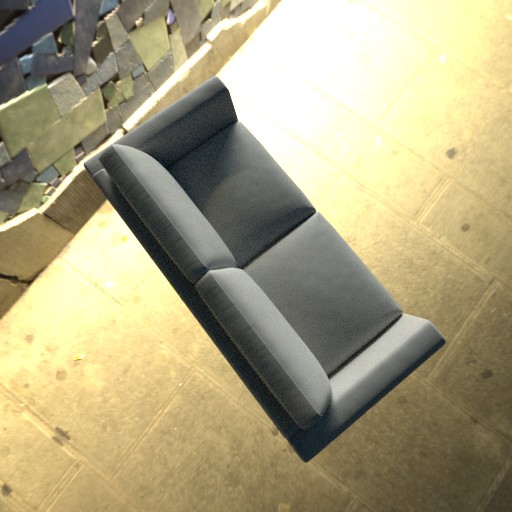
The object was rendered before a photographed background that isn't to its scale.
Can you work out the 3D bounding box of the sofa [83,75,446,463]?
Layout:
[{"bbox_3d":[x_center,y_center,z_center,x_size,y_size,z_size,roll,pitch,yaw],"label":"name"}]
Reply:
[{"bbox_3d":[0.000,0.000,2.552,0.953,0.875,2.017,-37,79,-9],"label":"sofa"}]
